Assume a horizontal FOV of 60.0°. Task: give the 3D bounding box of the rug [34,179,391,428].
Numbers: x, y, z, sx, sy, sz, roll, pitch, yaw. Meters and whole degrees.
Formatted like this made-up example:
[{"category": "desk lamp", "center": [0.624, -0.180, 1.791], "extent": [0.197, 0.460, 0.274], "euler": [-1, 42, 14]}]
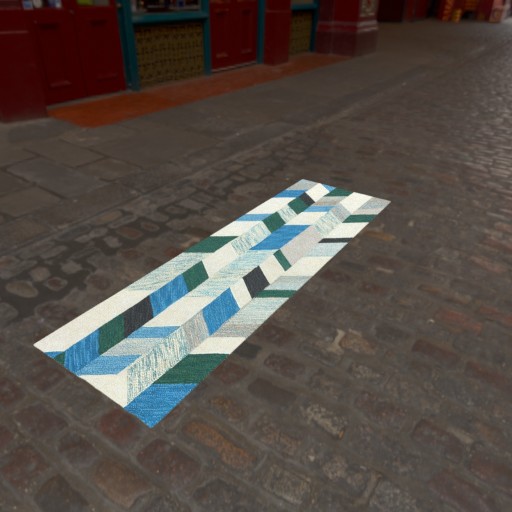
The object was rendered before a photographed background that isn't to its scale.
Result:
[{"category": "rug", "center": [0.000, 0.000, 2.680], "extent": [0.774, 0.008, 2.437], "euler": [21, 37, 29]}]
